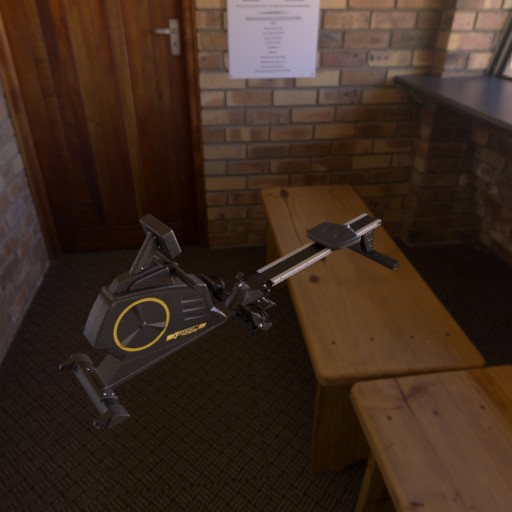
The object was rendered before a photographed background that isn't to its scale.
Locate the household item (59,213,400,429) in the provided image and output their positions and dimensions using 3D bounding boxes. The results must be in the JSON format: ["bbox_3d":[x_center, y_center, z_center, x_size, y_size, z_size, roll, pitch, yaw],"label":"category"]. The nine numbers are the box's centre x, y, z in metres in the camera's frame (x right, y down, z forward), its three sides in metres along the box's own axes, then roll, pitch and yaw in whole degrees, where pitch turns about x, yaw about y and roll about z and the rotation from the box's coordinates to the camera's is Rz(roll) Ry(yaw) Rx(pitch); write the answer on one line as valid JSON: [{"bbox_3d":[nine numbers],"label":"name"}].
[{"bbox_3d":[0.000,0.000,2.566,2.251,0.810,0.521,-23,38,-33],"label":"household item"}]
